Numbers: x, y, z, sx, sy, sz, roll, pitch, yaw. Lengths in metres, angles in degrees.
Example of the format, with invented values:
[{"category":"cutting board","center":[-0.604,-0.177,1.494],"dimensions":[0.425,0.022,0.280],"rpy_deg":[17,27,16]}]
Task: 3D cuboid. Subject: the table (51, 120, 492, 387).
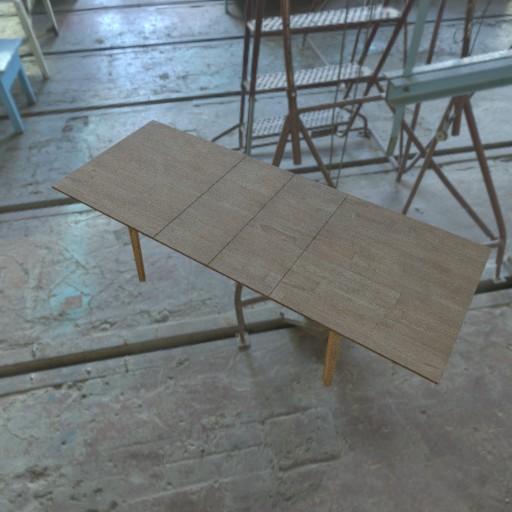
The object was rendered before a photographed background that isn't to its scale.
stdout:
[{"category":"table","center":[0.000,0.000,3.029],"dimensions":[2.603,0.752,1.000],"rpy_deg":[25,52,22]}]
